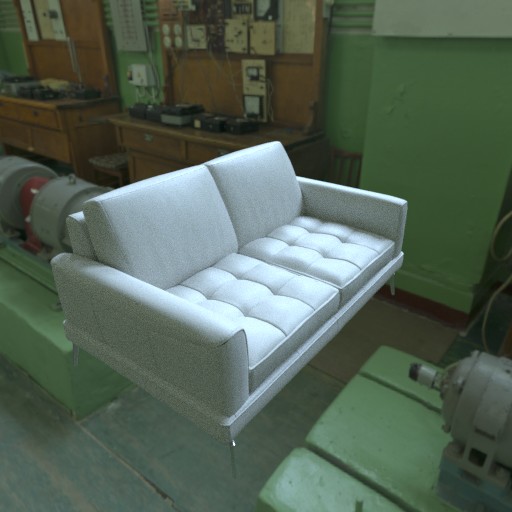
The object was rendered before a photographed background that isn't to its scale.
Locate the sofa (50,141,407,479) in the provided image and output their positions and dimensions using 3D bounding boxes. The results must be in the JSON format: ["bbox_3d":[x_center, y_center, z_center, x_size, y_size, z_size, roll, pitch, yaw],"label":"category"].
[{"bbox_3d":[0.000,0.000,2.457,1.121,0.930,1.819,19,33,32],"label":"sofa"}]
